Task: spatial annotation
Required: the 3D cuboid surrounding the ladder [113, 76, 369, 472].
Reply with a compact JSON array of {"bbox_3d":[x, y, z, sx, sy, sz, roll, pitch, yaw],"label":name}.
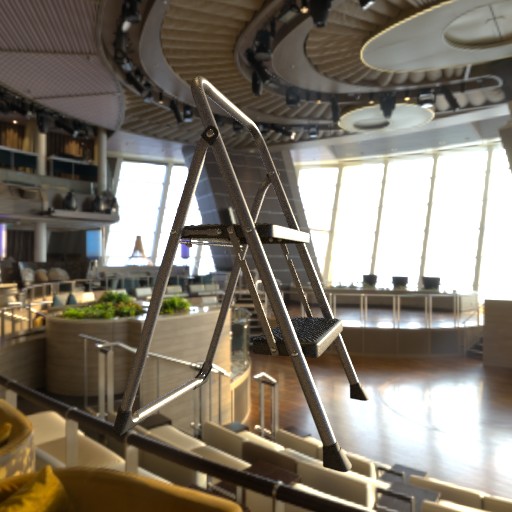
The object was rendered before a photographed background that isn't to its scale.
[{"bbox_3d":[0.000,0.000,1.011,0.472,0.720,0.430,0,0,19],"label":"ladder"}]
